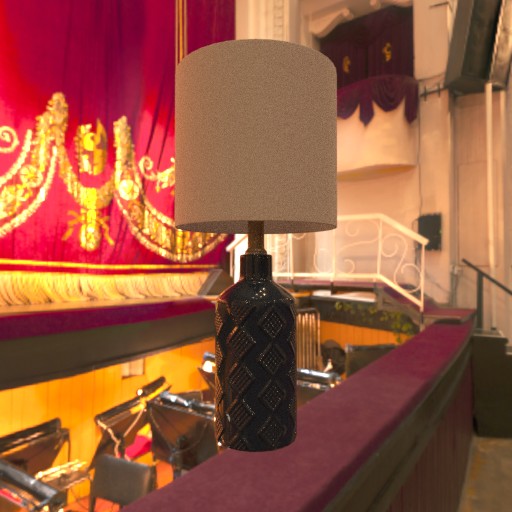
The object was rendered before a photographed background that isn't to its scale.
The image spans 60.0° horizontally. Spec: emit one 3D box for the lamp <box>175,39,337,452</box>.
[{"bbox_3d":[0.000,0.000,0.572,0.207,0.461,0.207,-1,-1,36],"label":"lamp"}]
